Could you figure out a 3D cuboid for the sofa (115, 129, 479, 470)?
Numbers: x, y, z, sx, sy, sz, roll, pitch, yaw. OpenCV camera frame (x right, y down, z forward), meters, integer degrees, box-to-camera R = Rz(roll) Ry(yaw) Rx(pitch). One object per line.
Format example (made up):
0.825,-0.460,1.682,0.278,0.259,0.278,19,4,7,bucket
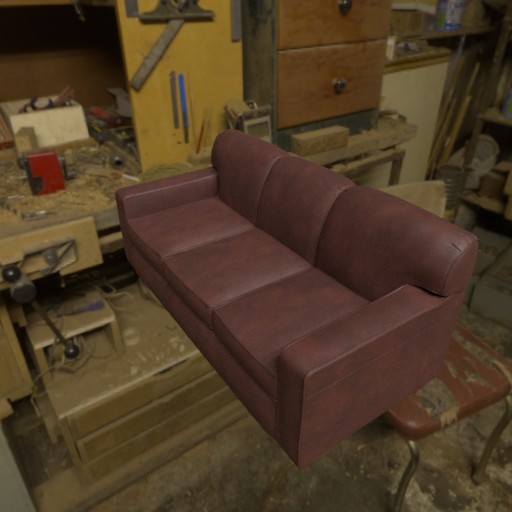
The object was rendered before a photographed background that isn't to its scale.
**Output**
0.000,0.000,2.569,1.008,0.953,2.039,-20,37,-29,sofa
